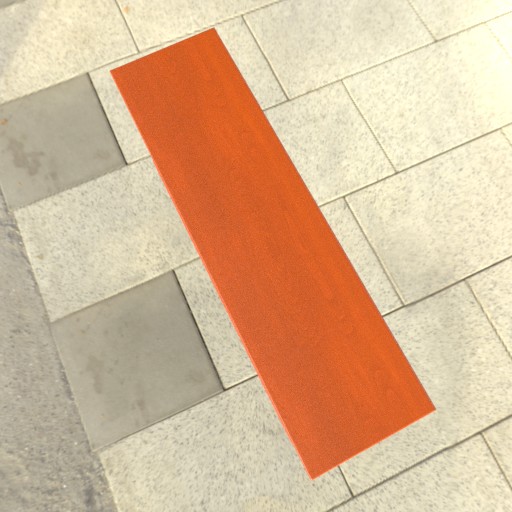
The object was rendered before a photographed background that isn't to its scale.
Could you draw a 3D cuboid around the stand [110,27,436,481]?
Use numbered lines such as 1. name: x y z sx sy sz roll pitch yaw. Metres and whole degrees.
1. stand: 0.000 0.000 1.679 0.381 0.762 1.372 -26 76 -7
